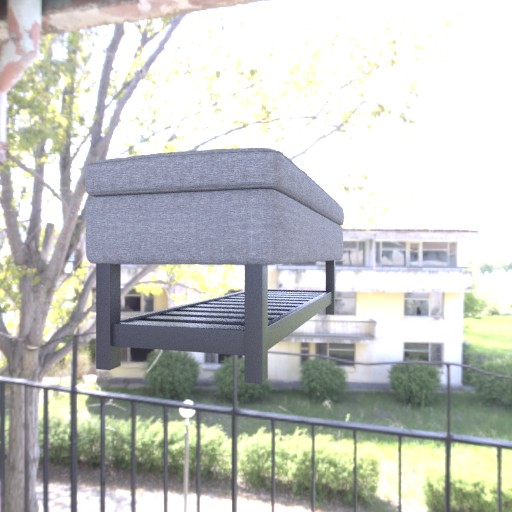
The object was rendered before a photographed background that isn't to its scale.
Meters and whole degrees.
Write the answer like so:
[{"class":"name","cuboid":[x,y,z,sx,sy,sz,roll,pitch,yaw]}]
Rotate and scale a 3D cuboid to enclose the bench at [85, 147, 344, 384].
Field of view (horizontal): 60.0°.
[{"class":"bench","cuboid":[0.000,0.000,1.362,0.429,0.470,1.100,0,0,17]}]
